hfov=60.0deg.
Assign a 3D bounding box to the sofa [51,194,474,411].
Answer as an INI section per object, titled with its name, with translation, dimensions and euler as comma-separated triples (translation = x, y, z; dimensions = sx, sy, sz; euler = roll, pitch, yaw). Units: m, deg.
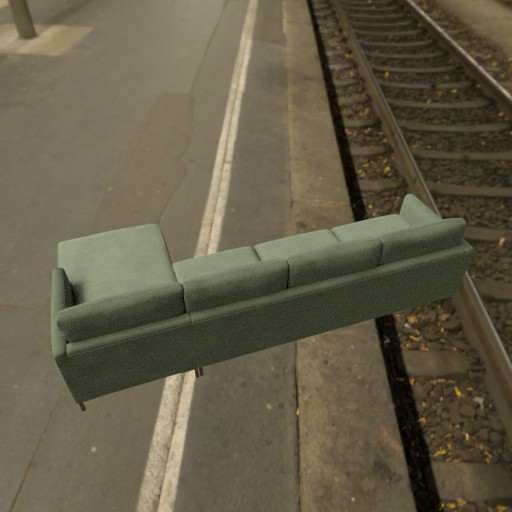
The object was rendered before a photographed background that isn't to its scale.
[sofa]
translation = 0.000, 0.000, 3.197
dimensions = 2.725, 0.756, 1.255
euler = -13, 42, -14
